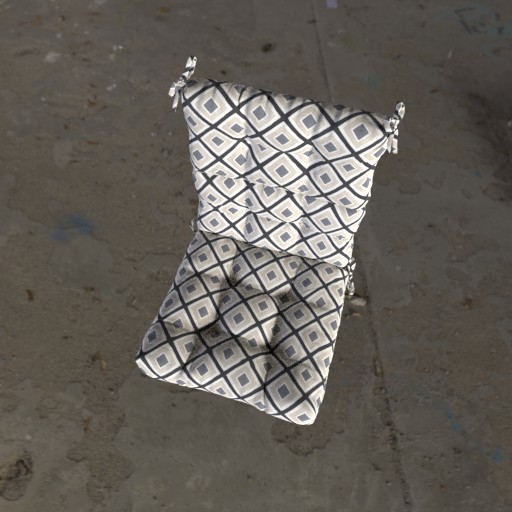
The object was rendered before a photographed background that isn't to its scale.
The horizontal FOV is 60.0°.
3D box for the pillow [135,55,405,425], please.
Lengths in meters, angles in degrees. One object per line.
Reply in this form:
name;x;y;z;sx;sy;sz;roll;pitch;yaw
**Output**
pillow;0.000;0.000;1.044;0.519;0.605;0.571;15;60;9
